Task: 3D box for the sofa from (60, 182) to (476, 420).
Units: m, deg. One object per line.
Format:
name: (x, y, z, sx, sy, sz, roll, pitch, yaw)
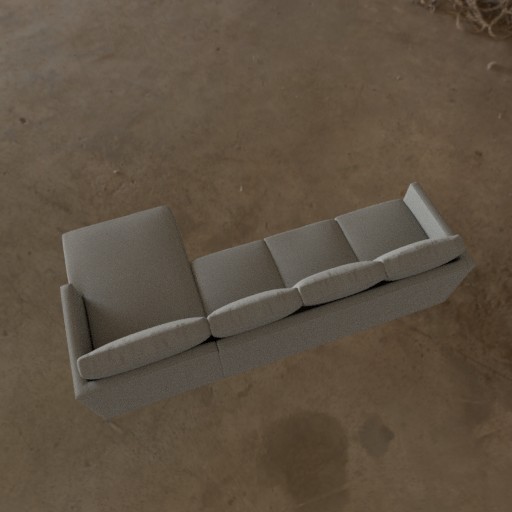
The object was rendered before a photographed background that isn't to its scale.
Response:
sofa: (0.000, 0.000, 3.863, 3.177, 0.867, 1.622, -17, 60, -10)
